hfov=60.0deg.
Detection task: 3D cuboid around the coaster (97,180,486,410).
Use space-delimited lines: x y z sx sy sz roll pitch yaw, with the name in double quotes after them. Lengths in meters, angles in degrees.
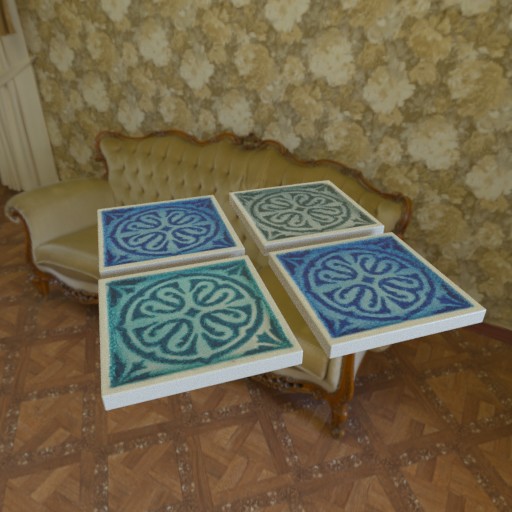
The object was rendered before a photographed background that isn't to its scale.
0.000 0.000 0.324 0.219 0.010 0.214 -9 33 -15 "coaster"
